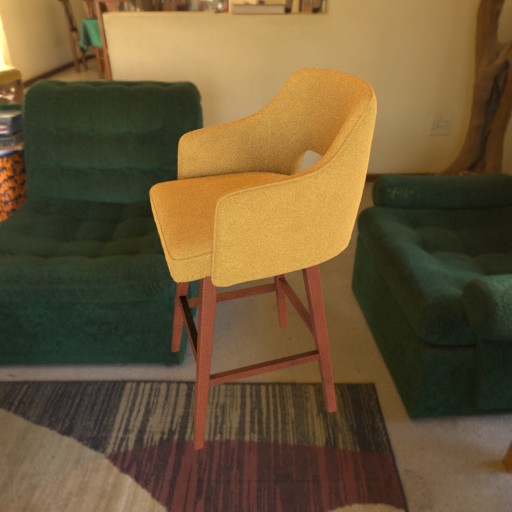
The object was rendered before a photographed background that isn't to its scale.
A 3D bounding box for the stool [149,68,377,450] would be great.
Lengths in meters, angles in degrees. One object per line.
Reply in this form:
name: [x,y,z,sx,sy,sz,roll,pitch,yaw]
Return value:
stool: [0.000,0.000,1.351,0.558,1.012,0.548,-10,32,-15]
